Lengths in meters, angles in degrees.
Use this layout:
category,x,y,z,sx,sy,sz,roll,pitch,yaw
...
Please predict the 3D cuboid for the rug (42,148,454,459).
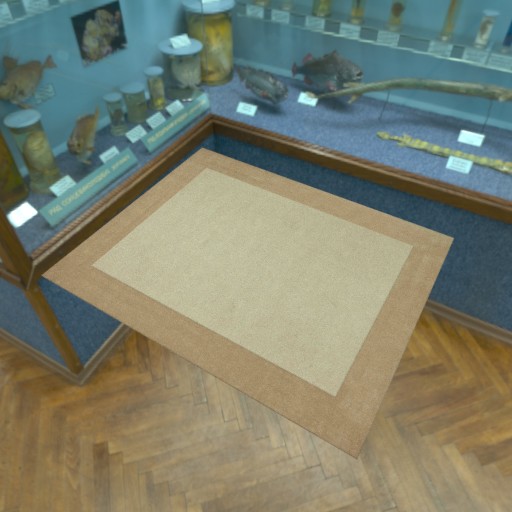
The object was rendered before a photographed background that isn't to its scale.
category,x,y,z,sx,sy,sz,roll,pitch,yaw
rug,0.000,0.000,4.166,3.048,0.014,2.438,24,51,21
